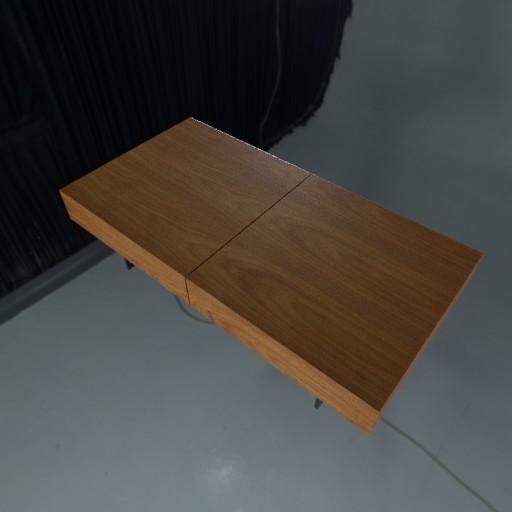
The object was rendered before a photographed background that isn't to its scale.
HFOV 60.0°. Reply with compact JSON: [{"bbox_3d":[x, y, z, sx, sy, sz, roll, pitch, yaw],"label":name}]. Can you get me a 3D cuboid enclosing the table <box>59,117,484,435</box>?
[{"bbox_3d":[0.000,0.000,1.493,1.194,0.330,0.610,31,54,26],"label":"table"}]
